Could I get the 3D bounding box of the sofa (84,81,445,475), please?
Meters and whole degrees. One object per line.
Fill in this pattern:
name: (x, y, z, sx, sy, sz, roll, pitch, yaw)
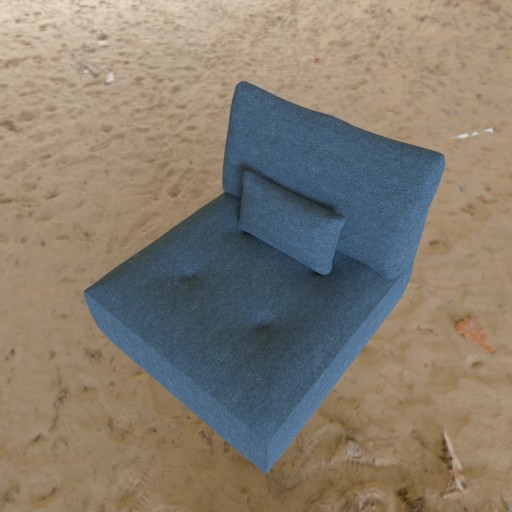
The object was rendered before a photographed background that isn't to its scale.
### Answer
sofa: (0.000, 0.000, 1.700, 0.930, 0.820, 1.000, 31, 53, 26)
